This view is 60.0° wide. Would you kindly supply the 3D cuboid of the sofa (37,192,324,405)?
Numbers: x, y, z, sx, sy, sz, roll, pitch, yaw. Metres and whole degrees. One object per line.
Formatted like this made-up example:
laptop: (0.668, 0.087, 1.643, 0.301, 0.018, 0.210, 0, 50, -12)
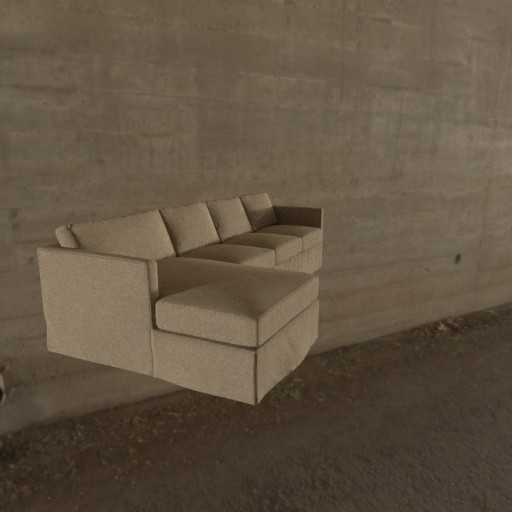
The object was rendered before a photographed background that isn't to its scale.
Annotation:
sofa: (0.000, 0.000, 3.956, 1.638, 0.920, 3.198, 6, 14, 26)
